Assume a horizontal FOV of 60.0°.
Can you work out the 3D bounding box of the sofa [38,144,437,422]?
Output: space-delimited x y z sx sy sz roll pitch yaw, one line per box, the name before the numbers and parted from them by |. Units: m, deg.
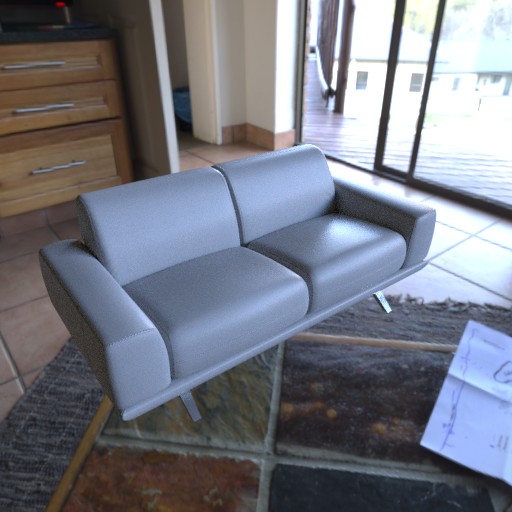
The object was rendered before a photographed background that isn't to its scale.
sofa | 0.000 0.000 2.312 1.901 0.772 0.900 -20 36 -31
